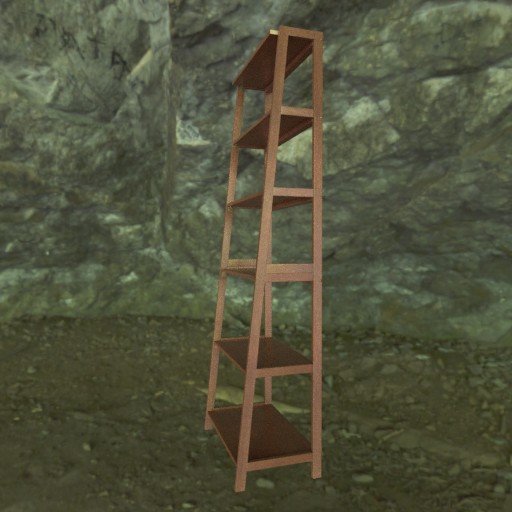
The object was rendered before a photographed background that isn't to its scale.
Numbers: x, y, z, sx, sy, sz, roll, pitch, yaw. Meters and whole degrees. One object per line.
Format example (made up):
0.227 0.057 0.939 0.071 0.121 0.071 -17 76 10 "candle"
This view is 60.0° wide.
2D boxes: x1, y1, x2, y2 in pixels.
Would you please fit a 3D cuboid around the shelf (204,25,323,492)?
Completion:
0.000 0.000 2.137 0.382 1.892 0.660 0 1 -18 "shelf"
